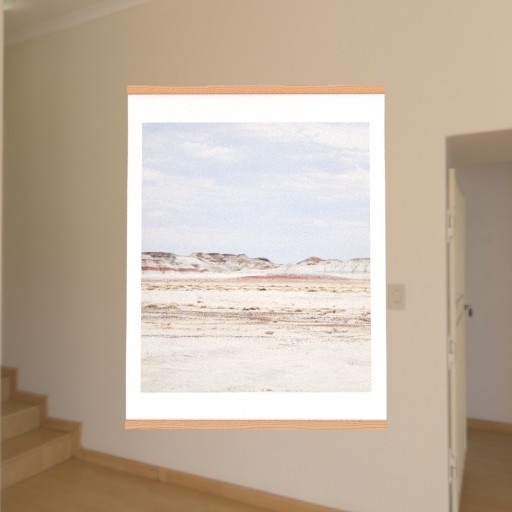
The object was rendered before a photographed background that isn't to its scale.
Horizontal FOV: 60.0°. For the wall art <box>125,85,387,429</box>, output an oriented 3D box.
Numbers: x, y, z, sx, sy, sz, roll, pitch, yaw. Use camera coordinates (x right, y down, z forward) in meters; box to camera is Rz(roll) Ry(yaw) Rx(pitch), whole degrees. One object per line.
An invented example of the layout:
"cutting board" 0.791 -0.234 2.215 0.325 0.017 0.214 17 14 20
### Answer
"wall art" 0.000 0.000 0.786 0.458 0.605 0.011 0 -1 0
